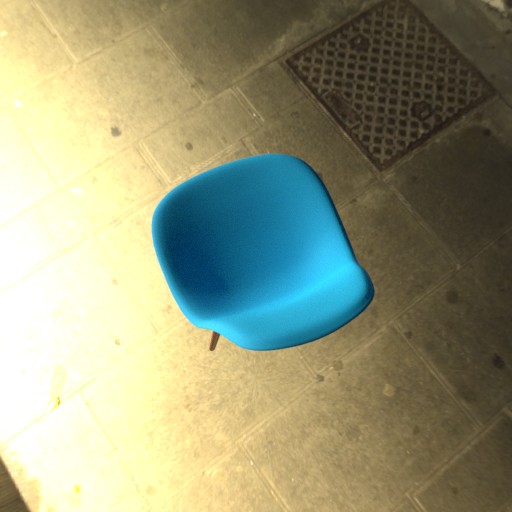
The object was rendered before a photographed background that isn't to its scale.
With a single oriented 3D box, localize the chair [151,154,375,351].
[{"bbox_3d":[0.000,0.000,1.150,0.470,0.826,0.533,-21,76,-6],"label":"chair"}]
